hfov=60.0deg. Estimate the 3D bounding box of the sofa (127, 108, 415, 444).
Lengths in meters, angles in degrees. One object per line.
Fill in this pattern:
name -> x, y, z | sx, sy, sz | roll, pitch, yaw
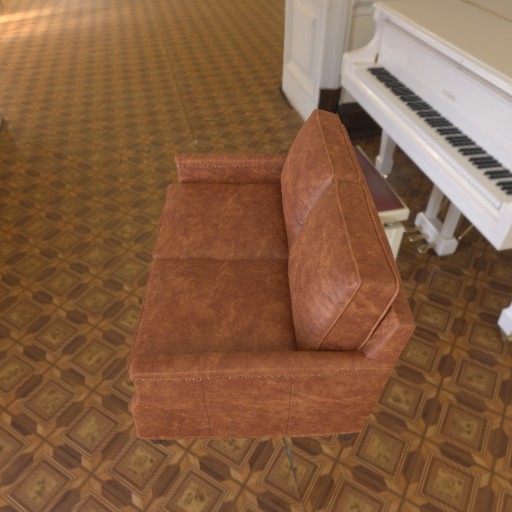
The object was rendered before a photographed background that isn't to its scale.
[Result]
sofa -> 0.000, 0.000, 2.281 | 1.084, 1.003, 1.597 | -1, 43, -1
